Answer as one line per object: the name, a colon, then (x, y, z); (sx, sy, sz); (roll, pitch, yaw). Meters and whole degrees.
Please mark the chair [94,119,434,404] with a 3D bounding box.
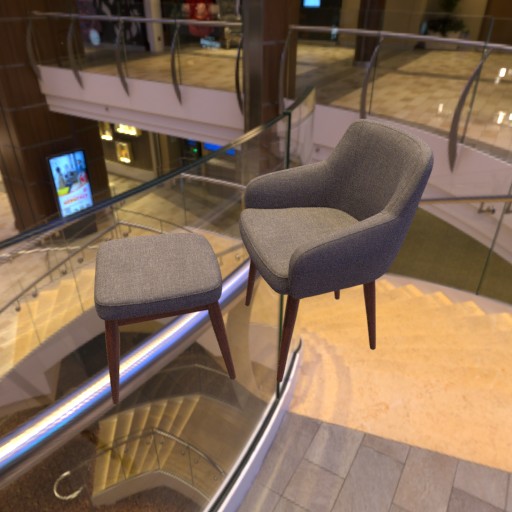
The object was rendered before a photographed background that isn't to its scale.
chair: (0.000, 0.000, 1.571); (1.107, 0.799, 0.584); (-8, 33, -13)
